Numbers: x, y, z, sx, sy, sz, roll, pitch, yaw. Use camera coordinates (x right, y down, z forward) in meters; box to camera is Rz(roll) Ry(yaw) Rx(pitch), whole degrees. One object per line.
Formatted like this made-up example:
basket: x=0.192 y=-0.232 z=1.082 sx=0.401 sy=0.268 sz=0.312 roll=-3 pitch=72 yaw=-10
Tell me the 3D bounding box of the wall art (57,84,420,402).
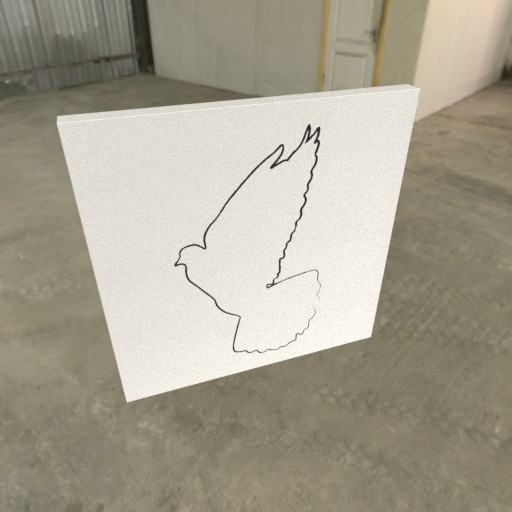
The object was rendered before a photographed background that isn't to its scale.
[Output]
wall art: x=0.000 y=0.000 z=0.894 sx=0.610 sy=0.610 sz=0.038 roll=-11 pitch=35 yaw=-16
